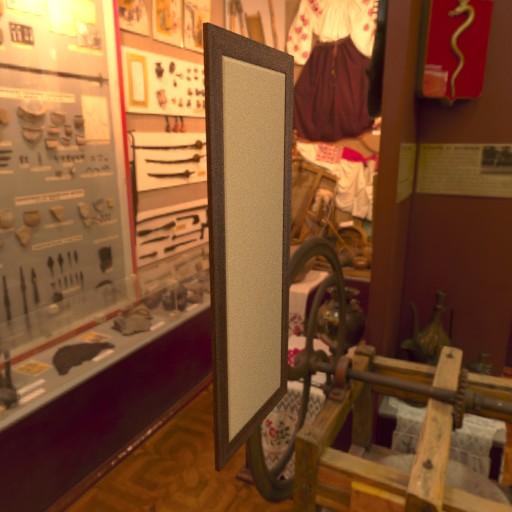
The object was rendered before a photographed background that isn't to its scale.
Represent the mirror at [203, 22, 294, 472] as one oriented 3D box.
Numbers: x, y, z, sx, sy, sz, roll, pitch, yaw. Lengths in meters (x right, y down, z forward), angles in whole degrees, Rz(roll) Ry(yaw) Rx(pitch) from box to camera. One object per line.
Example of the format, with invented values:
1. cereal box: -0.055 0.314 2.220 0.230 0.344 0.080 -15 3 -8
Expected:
1. mirror: 0.000 0.000 2.297 0.025 2.032 0.812 8 17 27
